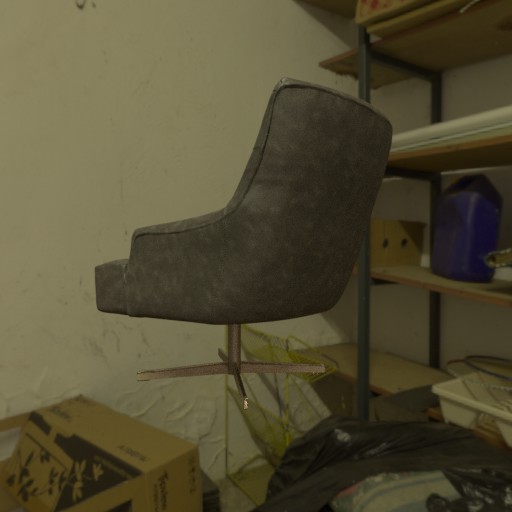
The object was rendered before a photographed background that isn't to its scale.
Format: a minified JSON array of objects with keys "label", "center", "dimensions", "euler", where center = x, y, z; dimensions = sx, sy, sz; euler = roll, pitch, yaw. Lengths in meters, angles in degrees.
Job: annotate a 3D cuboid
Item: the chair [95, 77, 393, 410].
[{"label":"chair","center":[0.000,0.000,1.527],"dimensions":[0.874,0.870,0.738],"euler":[0,1,37]}]
